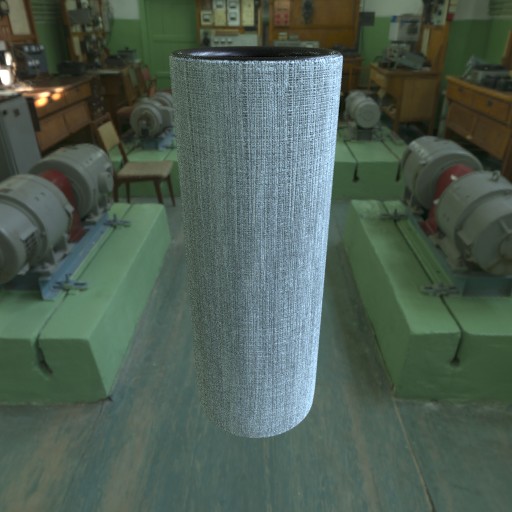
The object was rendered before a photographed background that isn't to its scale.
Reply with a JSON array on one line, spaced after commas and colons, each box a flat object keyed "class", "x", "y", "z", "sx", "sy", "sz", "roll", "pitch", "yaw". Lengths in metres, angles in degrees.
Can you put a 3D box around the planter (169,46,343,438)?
[{"class": "planter", "x": 0.000, "y": 0.000, "z": 0.321, "sx": 0.100, "sy": 0.270, "sz": 0.100, "roll": 0, "pitch": 28, "yaw": 0}]
